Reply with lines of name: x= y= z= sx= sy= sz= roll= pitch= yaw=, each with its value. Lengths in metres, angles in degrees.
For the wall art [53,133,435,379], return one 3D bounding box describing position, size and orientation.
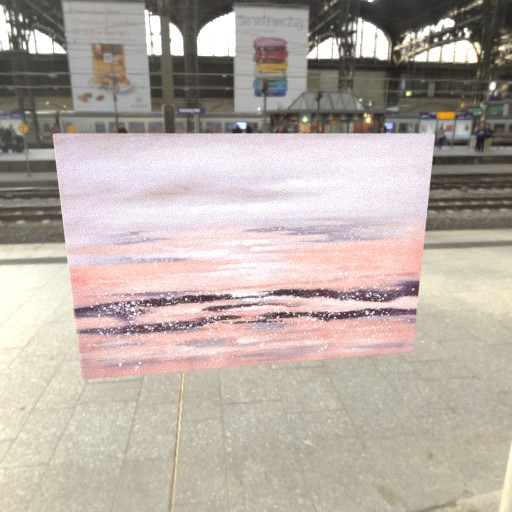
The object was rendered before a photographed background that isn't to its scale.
wall art: x=0.000 y=0.000 z=1.145 sx=0.913 sy=0.609 sz=0.038 roll=-3 pitch=16 yaw=-9
